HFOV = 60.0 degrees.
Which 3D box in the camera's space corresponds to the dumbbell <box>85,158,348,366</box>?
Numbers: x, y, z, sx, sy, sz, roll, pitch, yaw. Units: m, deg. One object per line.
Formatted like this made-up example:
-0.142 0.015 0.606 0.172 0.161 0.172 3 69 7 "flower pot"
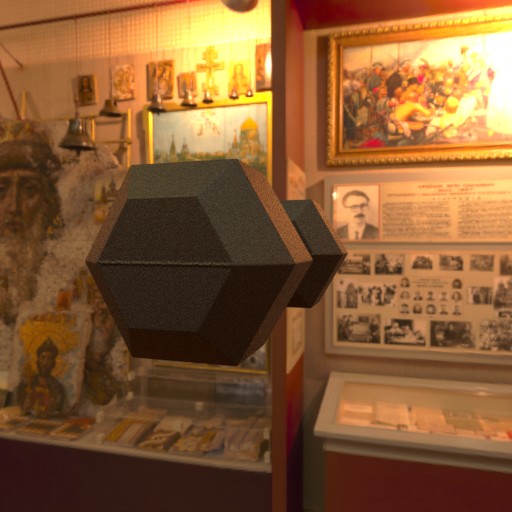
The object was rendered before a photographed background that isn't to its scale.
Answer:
0.000 0.000 0.417 0.141 0.123 0.356 0 2 17 "dumbbell"
